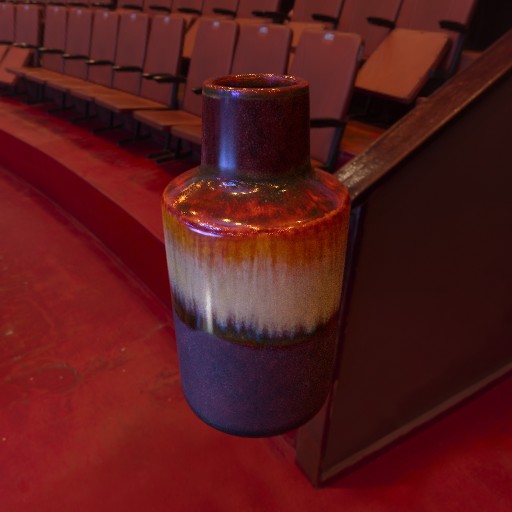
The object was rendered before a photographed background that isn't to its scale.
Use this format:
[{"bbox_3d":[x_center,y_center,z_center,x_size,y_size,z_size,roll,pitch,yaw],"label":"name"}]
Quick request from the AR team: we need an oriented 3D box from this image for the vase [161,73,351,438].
[{"bbox_3d":[0.000,0.000,0.274,0.108,0.204,0.108,0,30,0],"label":"vase"}]
